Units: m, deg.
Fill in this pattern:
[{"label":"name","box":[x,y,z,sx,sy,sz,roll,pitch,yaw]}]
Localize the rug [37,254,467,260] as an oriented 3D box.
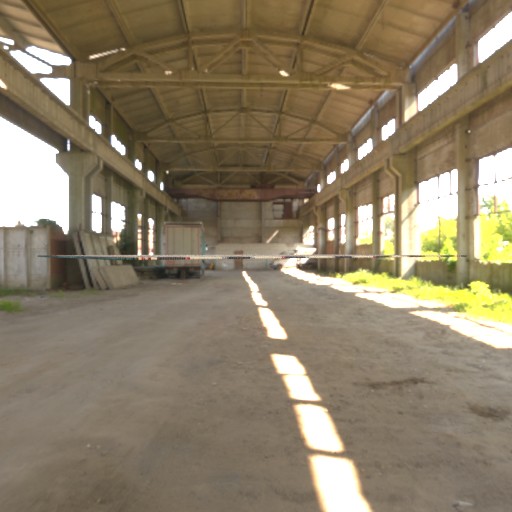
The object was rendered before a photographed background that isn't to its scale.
[{"label":"rug","box":[0.000,0.000,2.256,1.825,0.009,1.221,0,1,-36]}]
